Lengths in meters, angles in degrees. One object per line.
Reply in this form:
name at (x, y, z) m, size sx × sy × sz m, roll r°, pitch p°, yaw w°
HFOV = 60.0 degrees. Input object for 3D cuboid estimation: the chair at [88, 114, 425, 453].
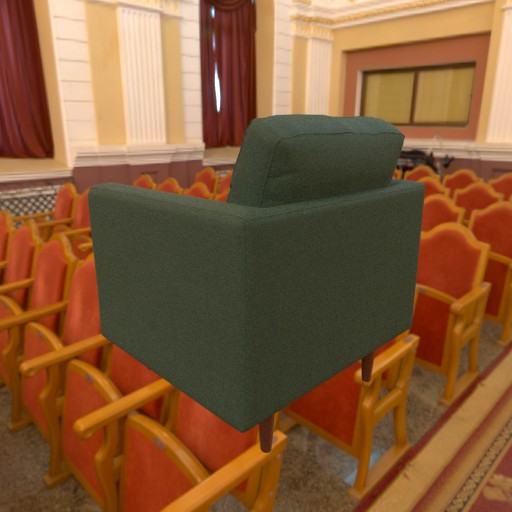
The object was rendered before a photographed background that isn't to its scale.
chair at (0.000, 0.000, 1.539) m, size 0.855 × 0.927 × 0.800 m, roll -15°, pitch 22°, yaw -42°
